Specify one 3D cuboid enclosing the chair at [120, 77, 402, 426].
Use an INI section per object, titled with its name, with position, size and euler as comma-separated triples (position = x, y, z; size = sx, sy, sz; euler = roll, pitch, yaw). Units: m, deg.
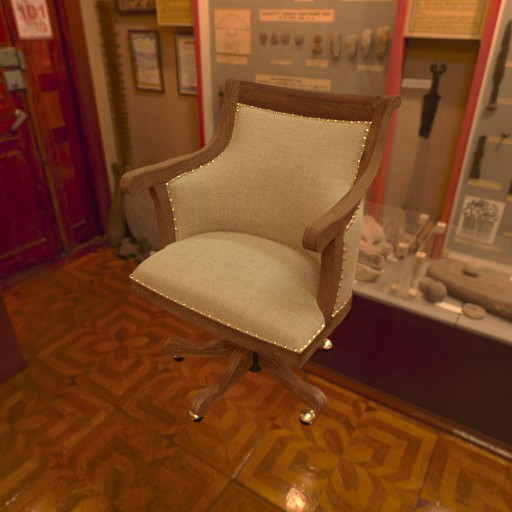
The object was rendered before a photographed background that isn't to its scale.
[chair]
position = 0.000, 0.000, 1.419
size = 0.656, 0.965, 0.689
euler = 19, 35, 29
